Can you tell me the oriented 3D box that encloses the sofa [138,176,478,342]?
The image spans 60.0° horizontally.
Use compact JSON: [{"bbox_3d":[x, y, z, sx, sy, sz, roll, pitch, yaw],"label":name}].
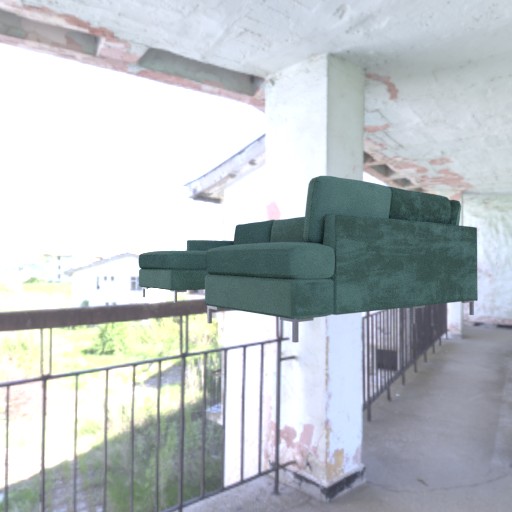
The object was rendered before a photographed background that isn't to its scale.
[{"bbox_3d":[0.000,0.000,4.395,2.055,0.992,3.434,0,-1,-37],"label":"sofa"}]
